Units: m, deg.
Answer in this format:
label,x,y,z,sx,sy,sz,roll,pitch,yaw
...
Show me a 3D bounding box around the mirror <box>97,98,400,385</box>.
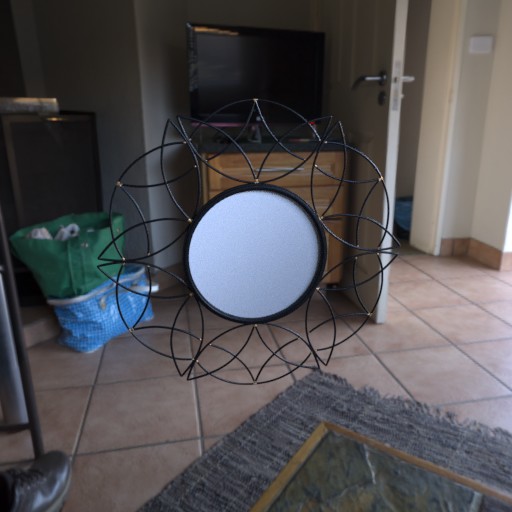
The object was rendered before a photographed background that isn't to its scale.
label,x,y,z,sx,sy,sz,roll,pitch,yaw
mirror,0.000,0.000,1.156,0.797,0.775,0.028,-3,17,-9
